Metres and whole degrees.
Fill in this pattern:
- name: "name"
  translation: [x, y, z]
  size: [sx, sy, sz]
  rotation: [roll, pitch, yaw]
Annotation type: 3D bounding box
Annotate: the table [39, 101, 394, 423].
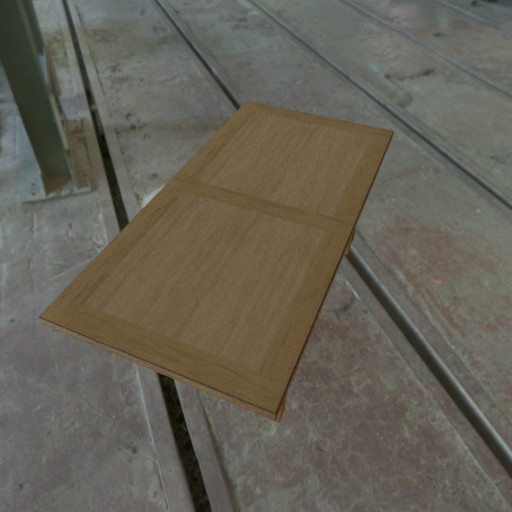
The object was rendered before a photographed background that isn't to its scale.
- name: "table"
  translation: [0.000, 0.000, 2.502]
  size: [1.000, 0.762, 1.982]
  rotation: [17, 48, 16]
